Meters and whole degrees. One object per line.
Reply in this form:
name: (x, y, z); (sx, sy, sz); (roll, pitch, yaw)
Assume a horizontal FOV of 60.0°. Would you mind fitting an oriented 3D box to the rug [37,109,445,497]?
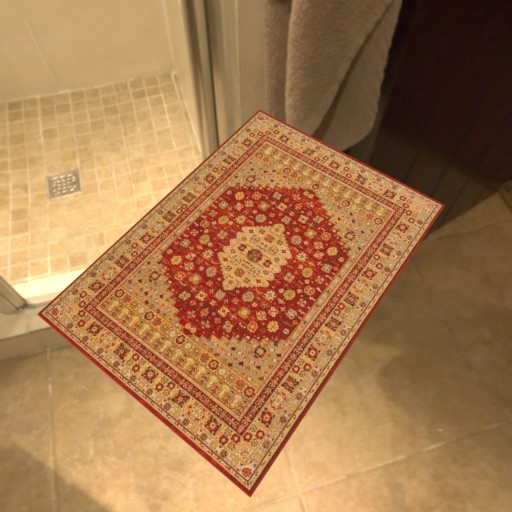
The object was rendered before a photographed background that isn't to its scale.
rug: (0.000, 0.000, 2.843); (1.593, 0.013, 2.211); (33, 64, 18)
